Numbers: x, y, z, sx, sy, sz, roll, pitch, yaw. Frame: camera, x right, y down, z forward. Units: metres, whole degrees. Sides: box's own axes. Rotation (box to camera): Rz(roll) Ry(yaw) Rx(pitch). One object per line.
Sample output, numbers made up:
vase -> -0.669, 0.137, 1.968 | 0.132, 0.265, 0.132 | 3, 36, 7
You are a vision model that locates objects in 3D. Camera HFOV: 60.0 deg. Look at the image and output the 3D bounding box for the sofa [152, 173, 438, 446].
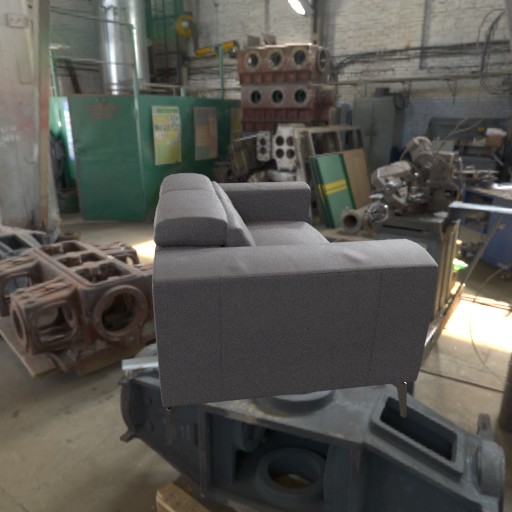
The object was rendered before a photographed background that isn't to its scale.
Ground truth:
sofa -> 0.000, 0.000, 2.399 | 1.003, 0.779, 1.895 | -3, 18, -9
